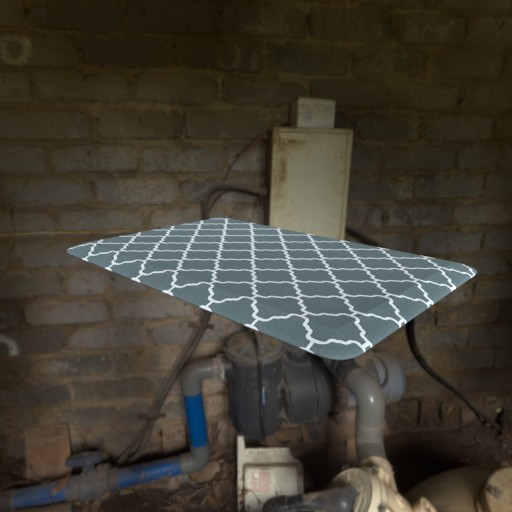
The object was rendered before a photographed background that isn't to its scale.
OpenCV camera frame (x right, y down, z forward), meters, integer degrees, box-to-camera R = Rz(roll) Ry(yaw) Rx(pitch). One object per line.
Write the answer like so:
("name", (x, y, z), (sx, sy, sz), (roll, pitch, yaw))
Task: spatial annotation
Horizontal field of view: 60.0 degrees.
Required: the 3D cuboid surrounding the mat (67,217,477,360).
("mat", (0.000, 0.000, 0.953), (0.762, 0.021, 0.508), (14, 21, 41))
